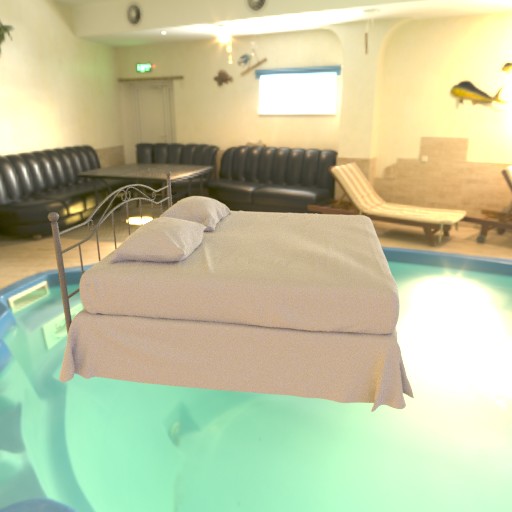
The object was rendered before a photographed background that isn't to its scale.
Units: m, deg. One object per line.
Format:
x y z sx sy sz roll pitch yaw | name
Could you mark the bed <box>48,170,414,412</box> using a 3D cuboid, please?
0.000 0.000 3.574 2.220 1.080 2.309 3 18 9 | bed
